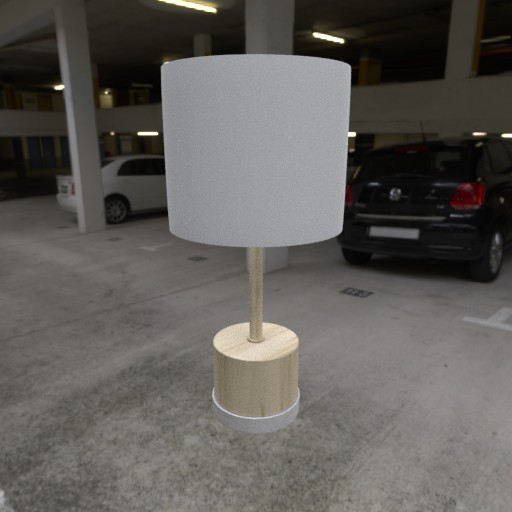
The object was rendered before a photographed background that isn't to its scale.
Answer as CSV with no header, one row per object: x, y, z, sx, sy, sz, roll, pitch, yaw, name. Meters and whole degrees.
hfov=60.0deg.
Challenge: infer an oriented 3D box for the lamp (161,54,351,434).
0.000,0.000,0.603,0.229,0.470,0.229,-15,21,-42,lamp
